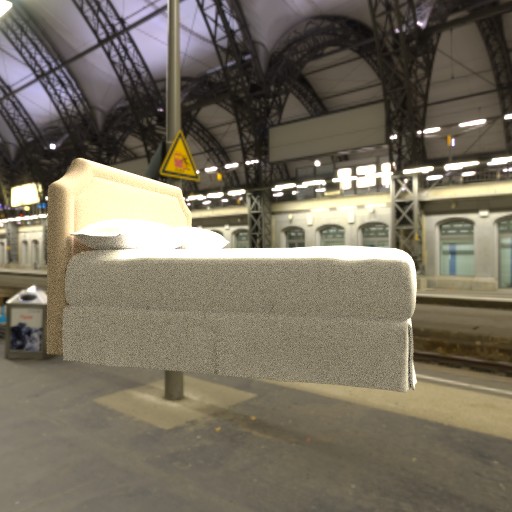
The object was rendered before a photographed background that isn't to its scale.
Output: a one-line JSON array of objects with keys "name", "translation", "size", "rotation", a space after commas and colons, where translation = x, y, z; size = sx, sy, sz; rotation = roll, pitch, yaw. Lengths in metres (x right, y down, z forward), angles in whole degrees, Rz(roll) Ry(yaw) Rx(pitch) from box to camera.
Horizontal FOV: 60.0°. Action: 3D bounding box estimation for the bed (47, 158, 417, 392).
[{"name": "bed", "translation": [0.000, 0.000, 3.789], "size": [2.548, 1.524, 2.134], "rotation": [0, 0, 19]}]
